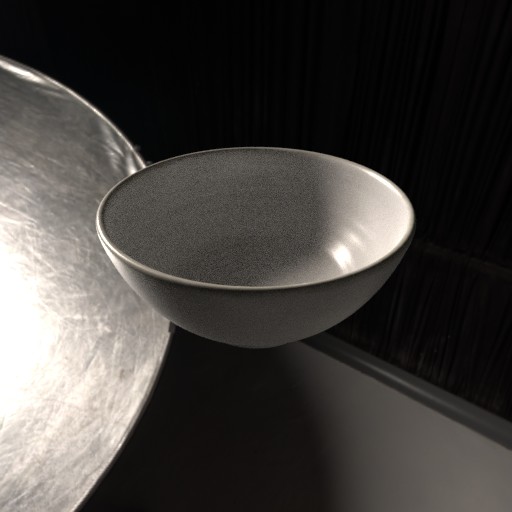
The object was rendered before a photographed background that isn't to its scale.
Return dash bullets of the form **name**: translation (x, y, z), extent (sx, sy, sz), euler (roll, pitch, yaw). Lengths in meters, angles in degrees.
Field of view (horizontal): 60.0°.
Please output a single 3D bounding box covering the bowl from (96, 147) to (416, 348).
- **bowl**: translation (0.000, 0.000, 0.418), extent (0.268, 0.121, 0.268), euler (0, 33, 0)
